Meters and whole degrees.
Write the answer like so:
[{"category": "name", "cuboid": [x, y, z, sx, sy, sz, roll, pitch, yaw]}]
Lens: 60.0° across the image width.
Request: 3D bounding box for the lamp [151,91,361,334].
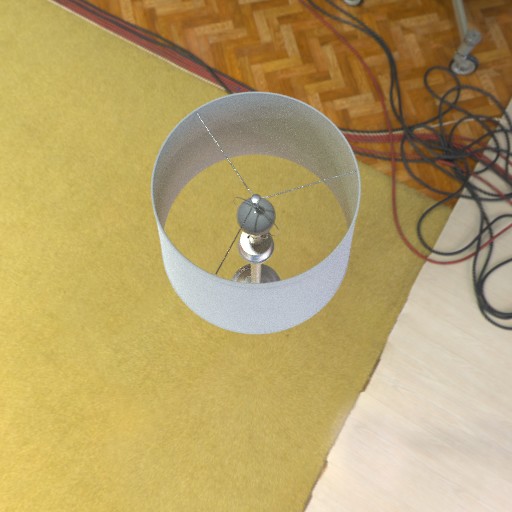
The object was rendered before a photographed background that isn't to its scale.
[{"category": "lamp", "cuboid": [0.000, 0.000, 0.888, 0.331, 0.698, 0.331, 0, 75, 0]}]
